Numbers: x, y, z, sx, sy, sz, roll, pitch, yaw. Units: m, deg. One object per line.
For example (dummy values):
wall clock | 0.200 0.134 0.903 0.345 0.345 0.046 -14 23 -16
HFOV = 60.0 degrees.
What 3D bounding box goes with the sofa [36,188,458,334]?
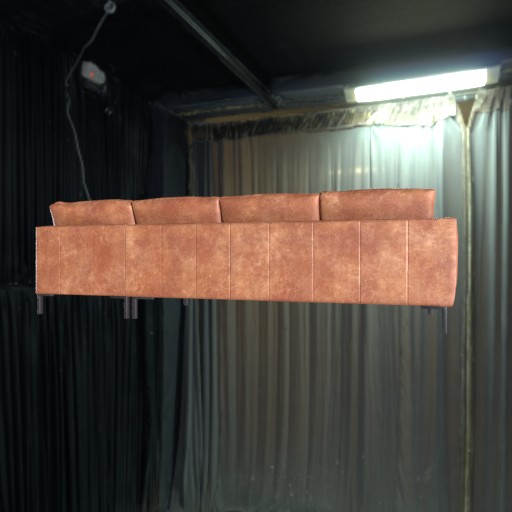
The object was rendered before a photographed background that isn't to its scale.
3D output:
sofa | 0.000 0.000 3.836 2.984 0.877 1.938 0 0 17
